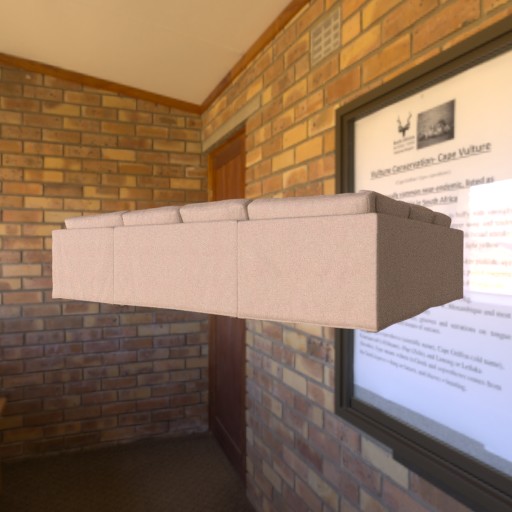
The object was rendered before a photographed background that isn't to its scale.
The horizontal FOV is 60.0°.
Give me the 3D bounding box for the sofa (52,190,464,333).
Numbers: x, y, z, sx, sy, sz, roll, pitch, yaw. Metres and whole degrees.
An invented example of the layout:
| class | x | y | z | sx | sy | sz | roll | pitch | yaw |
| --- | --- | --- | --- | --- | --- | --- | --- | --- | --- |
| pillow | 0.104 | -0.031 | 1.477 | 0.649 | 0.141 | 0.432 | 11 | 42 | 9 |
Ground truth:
| class | x | y | z | sx | sy | sz | roll | pitch | yaw |
| --- | --- | --- | --- | --- | --- | --- | --- | --- | --- |
| sofa | 0.000 | 0.000 | 4.514 | 3.460 | 0.882 | 2.427 | 0 | 0 | 36 |
